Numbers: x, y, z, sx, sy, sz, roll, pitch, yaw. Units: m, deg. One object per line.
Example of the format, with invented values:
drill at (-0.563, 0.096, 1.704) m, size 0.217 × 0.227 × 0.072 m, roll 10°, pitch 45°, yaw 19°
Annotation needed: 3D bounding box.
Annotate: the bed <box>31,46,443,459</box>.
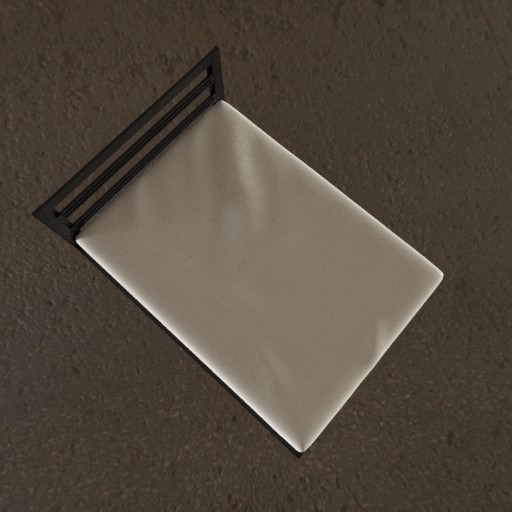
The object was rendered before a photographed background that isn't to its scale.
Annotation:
bed at (0.000, 0.000, 2.927) m, size 2.062 × 0.967 × 1.524 m, roll 41°, pitch 78°, yaw 10°
